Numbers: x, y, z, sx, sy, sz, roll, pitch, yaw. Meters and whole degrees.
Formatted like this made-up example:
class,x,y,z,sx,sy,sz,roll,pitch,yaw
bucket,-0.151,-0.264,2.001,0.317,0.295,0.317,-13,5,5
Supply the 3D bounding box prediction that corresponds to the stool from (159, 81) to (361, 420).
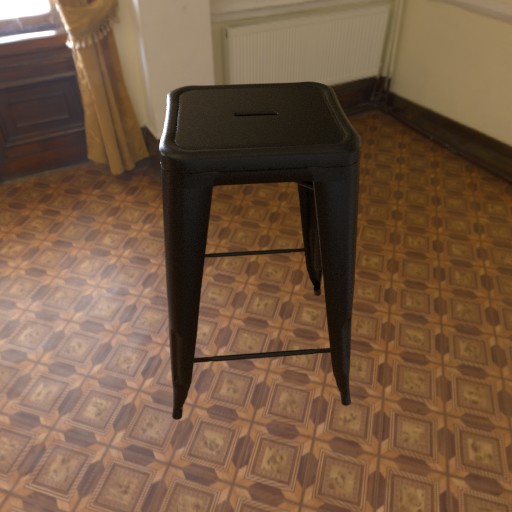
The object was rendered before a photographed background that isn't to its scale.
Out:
class,x,y,z,sx,sy,sz,roll,pitch,yaw
stool,0.000,0.000,0.903,0.455,0.609,0.423,-11,43,-12
